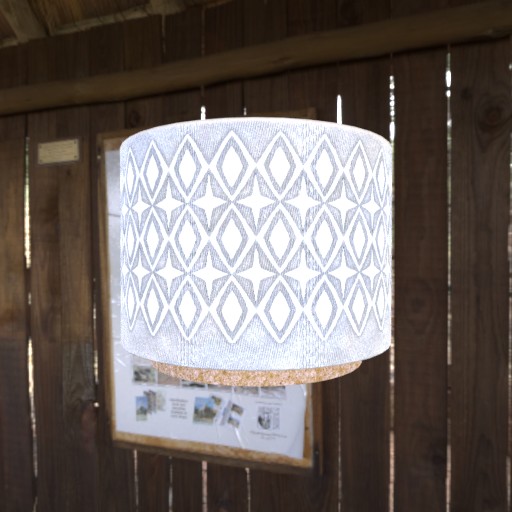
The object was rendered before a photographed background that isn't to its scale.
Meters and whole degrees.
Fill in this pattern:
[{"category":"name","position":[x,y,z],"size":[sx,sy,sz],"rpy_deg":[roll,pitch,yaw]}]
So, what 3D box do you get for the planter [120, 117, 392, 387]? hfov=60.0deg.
[{"category":"planter","position":[0.000,0.000,0.281],"size":[0.164,0.127,0.164],"rpy_deg":[0,1,0]}]
